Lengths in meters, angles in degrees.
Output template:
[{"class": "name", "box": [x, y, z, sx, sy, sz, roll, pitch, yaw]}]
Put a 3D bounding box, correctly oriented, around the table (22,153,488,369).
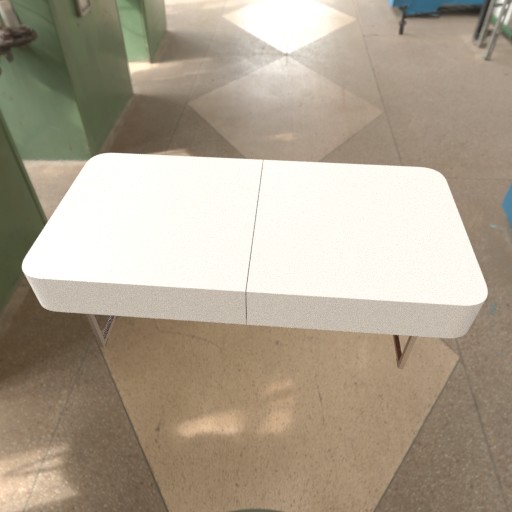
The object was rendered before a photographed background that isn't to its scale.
[{"class": "table", "box": [0.000, 0.000, 1.429, 1.200, 0.340, 0.600, 3, 45, 3]}]
